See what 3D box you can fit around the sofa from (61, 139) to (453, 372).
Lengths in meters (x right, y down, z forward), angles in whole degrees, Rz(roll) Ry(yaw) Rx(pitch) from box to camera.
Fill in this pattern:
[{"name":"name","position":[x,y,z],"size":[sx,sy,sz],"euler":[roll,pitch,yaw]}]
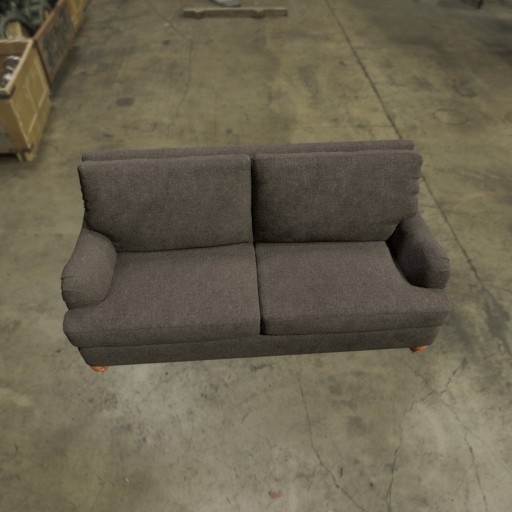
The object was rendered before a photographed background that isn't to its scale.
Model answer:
[{"name":"sofa","position":[0.000,0.000,2.751],"size":[2.160,1.054,1.087],"euler":[-3,46,-3]}]
